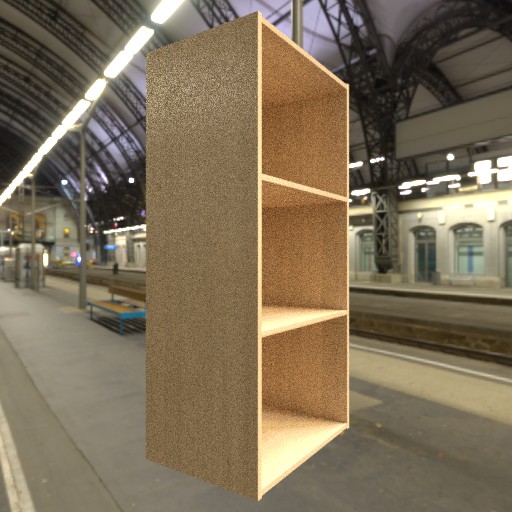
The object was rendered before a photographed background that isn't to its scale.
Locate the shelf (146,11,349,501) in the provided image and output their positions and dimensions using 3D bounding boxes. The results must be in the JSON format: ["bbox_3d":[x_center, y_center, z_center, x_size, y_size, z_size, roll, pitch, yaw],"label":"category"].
[{"bbox_3d":[0.000,0.000,1.045,0.292,0.876,0.417,0,0,34],"label":"shelf"}]
